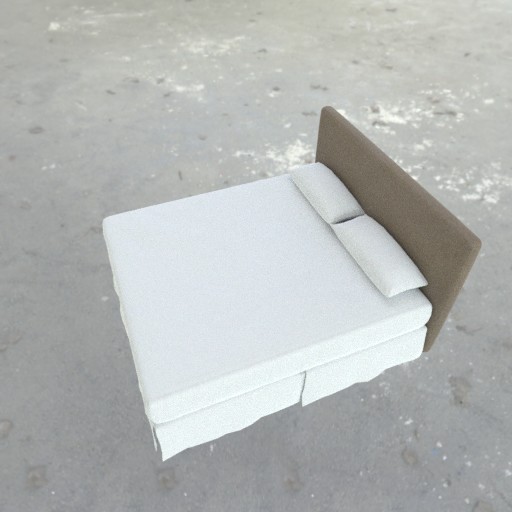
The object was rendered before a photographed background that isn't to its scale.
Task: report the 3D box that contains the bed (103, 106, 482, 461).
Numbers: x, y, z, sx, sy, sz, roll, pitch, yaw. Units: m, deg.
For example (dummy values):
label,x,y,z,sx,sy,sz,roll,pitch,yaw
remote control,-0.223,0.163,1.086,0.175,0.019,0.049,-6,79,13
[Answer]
label,x,y,z,sx,sy,sz,roll,pitch,yaw
bed,0.000,0.000,3.634,2.341,1.317,2.119,-16,47,-15
